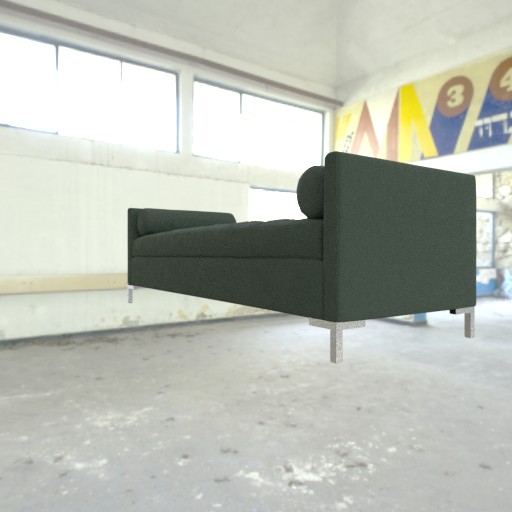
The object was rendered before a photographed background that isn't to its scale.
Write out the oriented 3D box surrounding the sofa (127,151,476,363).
[{"bbox_3d":[0.000,0.000,2.433,0.797,0.657,2.102,0,0,-34],"label":"sofa"}]
